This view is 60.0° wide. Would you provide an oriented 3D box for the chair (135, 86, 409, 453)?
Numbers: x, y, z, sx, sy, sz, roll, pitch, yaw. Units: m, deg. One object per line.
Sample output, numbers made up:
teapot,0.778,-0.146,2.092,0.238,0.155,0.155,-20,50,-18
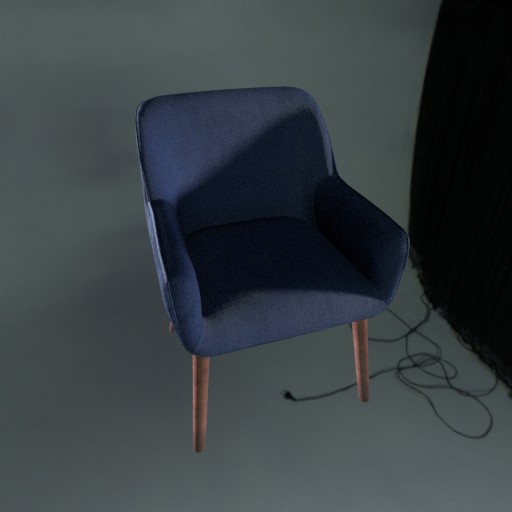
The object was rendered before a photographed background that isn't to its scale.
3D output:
chair,0.000,0.000,1.288,0.600,0.820,0.600,-10,34,-16
